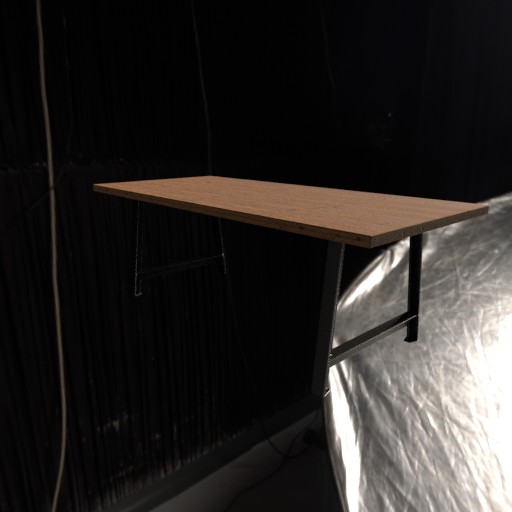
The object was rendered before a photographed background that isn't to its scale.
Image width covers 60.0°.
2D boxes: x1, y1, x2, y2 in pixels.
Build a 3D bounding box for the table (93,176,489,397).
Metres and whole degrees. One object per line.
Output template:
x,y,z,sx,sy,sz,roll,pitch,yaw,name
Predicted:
0.000,0.000,2.665,1.000,0.757,2.200,-13,20,-41,table
